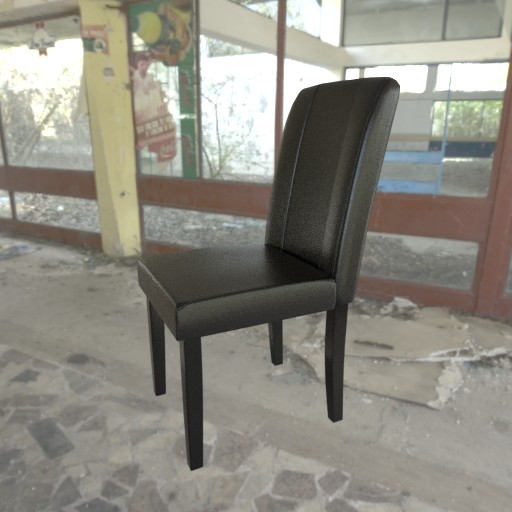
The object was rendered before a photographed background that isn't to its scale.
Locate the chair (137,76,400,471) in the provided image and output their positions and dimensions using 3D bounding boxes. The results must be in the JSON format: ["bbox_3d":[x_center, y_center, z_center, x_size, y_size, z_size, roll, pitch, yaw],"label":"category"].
[{"bbox_3d":[0.000,0.000,1.184,0.556,0.897,0.399,-8,18,-25],"label":"chair"}]
